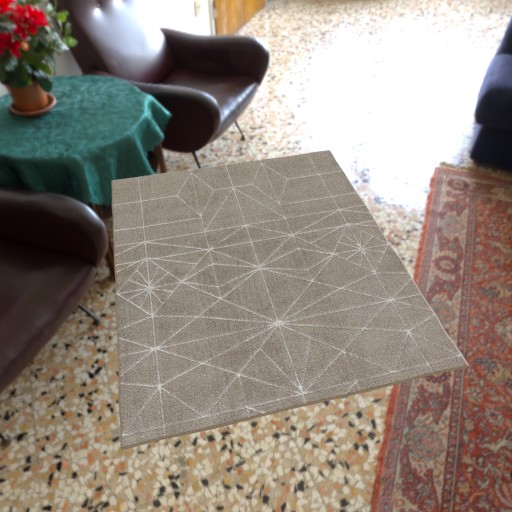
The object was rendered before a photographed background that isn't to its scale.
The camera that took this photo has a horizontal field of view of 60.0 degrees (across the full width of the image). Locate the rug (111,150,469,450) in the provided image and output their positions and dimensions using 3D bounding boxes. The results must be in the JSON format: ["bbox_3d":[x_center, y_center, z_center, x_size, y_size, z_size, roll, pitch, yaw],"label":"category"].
[{"bbox_3d":[0.000,0.000,0.877,0.548,0.006,0.639,-10,47,-9],"label":"rug"}]
